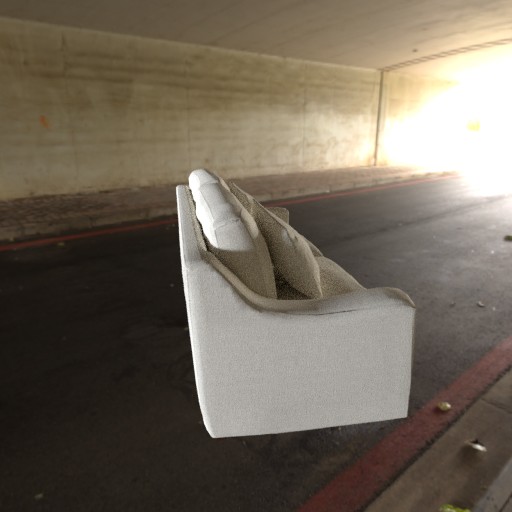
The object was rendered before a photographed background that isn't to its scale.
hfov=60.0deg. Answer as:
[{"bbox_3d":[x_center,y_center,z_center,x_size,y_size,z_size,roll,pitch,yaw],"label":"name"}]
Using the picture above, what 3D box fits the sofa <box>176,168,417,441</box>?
[{"bbox_3d":[0.000,0.000,2.989,1.009,1.022,2.470,-3,16,-10],"label":"sofa"}]
